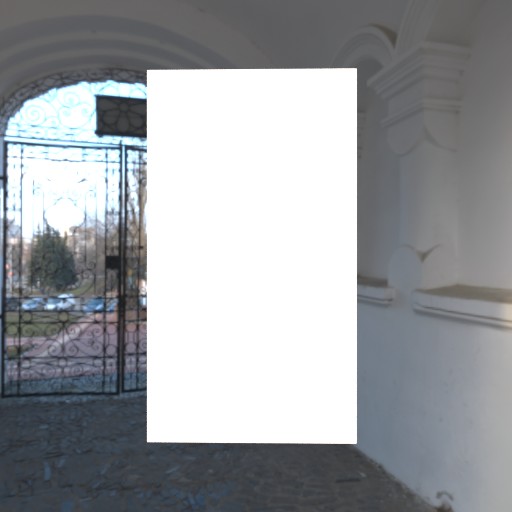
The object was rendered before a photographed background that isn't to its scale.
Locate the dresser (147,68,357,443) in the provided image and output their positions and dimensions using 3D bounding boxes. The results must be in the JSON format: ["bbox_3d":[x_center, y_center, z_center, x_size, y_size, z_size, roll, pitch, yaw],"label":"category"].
[{"bbox_3d":[0.000,0.000,1.522,0.460,0.820,1.100,0,0,1],"label":"dresser"}]
